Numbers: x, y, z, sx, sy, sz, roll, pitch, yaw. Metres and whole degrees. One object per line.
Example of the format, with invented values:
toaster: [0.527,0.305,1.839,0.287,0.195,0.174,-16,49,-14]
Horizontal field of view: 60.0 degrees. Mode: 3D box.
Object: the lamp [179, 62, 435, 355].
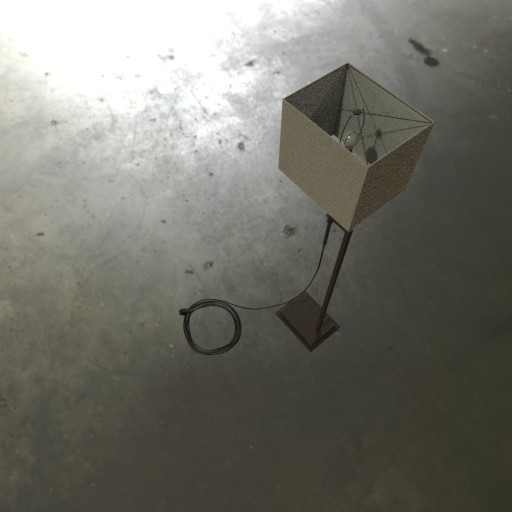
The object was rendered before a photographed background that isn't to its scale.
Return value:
lamp: [0.000,0.000,1.985,0.774,1.600,0.698,-35,65,-19]
